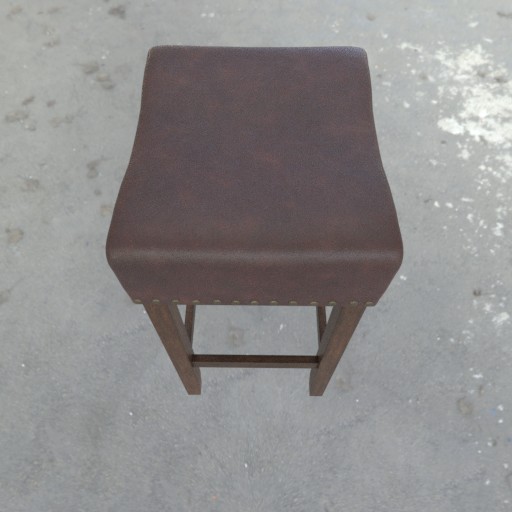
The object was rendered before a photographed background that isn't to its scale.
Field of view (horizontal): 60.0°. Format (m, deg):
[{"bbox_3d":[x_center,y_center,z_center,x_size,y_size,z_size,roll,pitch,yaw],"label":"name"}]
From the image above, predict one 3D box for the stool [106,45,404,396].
[{"bbox_3d":[0.000,0.000,1.013,0.401,0.769,0.465,1,59,0],"label":"stool"}]
